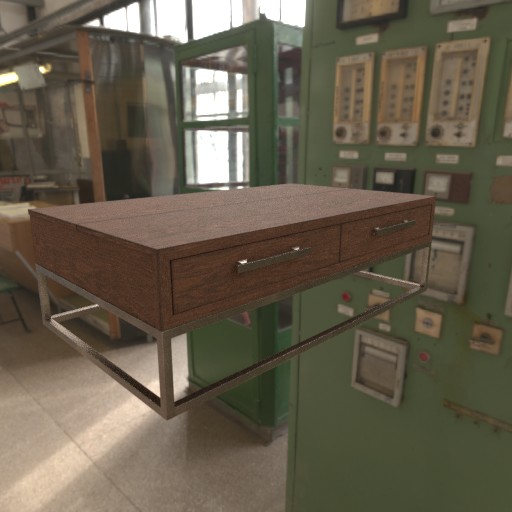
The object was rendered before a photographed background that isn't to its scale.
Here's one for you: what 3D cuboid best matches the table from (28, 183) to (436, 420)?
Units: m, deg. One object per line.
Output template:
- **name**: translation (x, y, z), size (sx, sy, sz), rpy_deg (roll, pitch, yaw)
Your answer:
- **table**: translation (0.000, 0.000, 1.488), size (1.167, 0.361, 0.719), rpy_deg (-14, 20, -43)
